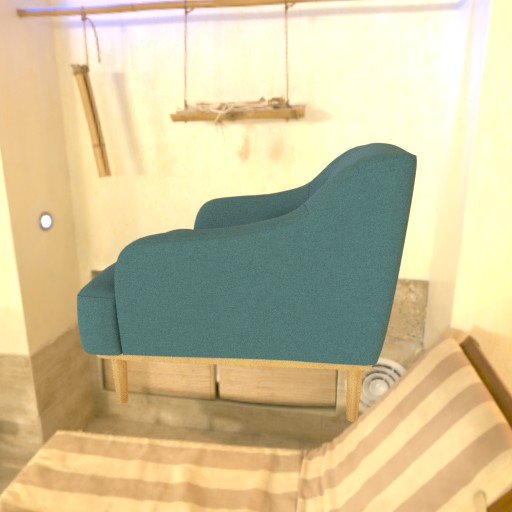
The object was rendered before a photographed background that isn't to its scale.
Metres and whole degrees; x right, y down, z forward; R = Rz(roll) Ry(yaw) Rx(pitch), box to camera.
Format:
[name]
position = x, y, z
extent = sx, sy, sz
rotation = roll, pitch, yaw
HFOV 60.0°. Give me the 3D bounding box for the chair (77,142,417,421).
[chair]
position = 0.000, 0.000, 1.650
extent = 0.951, 0.818, 0.946
rotation = 2, 15, 8
